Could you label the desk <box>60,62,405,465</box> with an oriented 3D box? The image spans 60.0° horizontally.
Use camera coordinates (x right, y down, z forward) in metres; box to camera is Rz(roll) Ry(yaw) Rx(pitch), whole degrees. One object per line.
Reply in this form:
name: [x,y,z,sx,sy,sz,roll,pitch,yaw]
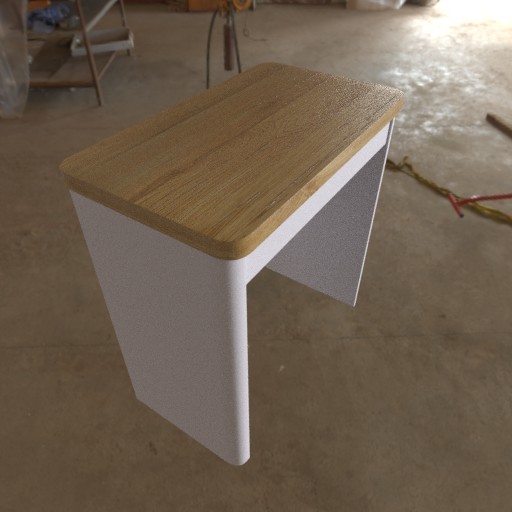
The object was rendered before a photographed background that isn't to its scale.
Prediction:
desk: [0.000,0.000,1.254,0.440,0.790,0.760,24,46,25]
